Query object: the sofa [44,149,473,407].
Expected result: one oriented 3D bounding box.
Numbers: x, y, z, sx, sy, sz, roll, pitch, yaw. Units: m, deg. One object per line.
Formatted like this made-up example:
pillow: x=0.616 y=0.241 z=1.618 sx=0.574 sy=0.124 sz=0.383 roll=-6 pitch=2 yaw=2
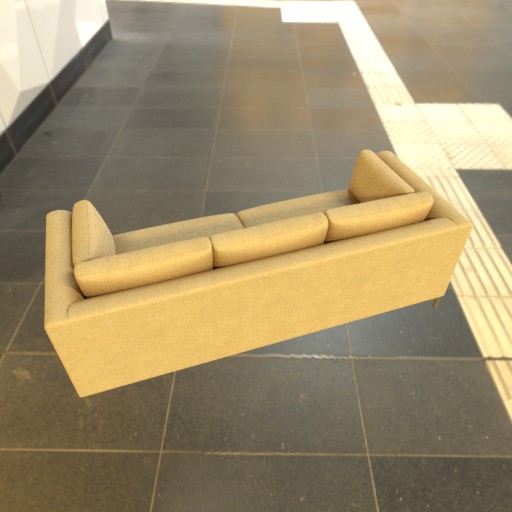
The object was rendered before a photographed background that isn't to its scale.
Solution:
sofa: x=0.000 y=0.000 z=2.896 sx=2.415 sy=0.867 sz=0.969 roll=-13 pitch=44 yaw=-14
